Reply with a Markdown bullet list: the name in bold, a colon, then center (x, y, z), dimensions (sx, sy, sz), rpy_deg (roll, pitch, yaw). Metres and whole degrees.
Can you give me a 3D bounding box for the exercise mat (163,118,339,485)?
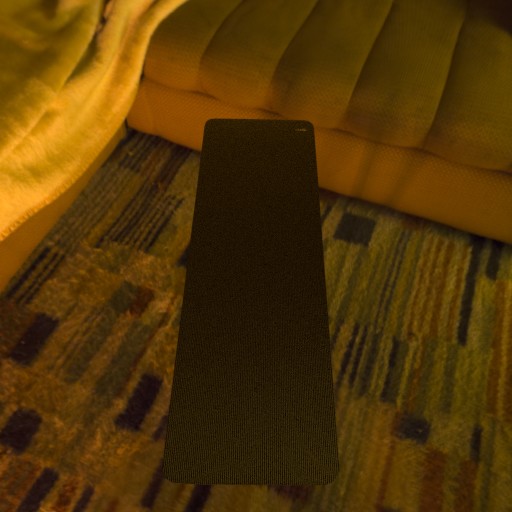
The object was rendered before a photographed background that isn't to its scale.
- **exercise mat**: center (0.000, 0.000, 2.022), dimensions (0.616, 0.021, 1.869), rpy_deg (1, 57, 1)
